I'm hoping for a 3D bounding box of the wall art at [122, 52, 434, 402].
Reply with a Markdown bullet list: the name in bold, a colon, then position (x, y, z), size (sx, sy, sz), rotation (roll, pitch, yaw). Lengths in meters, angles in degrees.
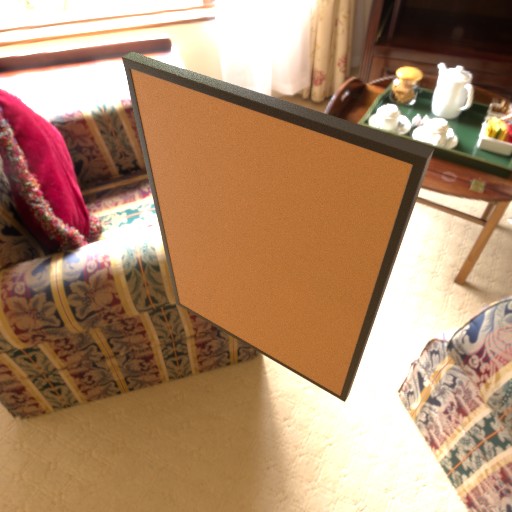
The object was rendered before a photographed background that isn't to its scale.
- **wall art**: position (0.000, 0.000, 1.388), size (0.804, 1.061, 0.039), rotation (26, 52, 22)
